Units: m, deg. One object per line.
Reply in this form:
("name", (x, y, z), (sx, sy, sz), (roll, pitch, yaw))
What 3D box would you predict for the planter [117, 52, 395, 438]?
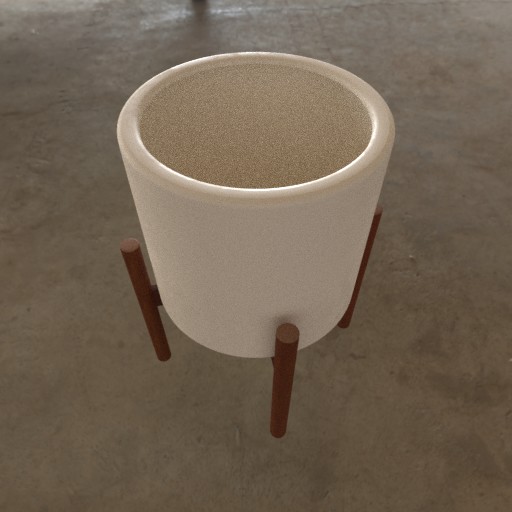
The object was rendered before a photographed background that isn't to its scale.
("planter", (0.000, 0.000, 0.495), (0.224, 0.358, 0.224), (26, 54, 21))
